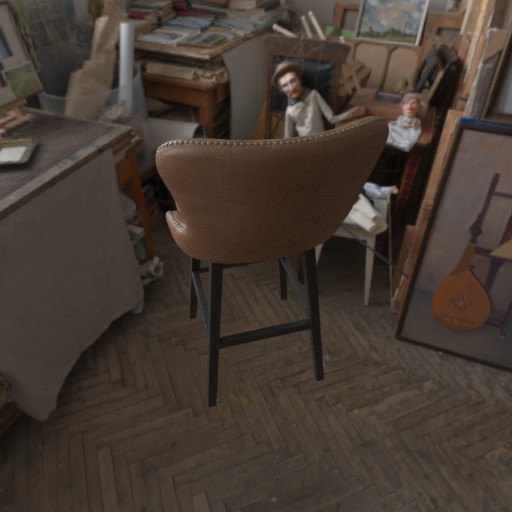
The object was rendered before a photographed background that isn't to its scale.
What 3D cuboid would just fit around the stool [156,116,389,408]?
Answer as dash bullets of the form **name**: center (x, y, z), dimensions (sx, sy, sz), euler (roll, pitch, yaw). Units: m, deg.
- **stool**: center (0.000, 0.000, 1.400), dimensions (0.528, 1.050, 0.601), euler (-10, 41, -12)
